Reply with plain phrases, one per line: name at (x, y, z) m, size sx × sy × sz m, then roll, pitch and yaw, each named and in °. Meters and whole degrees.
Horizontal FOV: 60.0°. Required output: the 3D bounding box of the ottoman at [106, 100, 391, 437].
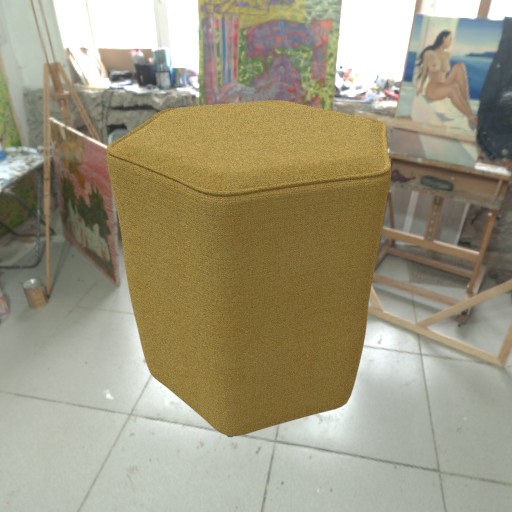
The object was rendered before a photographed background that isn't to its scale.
ottoman at (0.000, 0.000, 0.870) m, size 0.494 × 0.502 × 0.443 m, roll -10°, pitch 34°, yaw -15°
